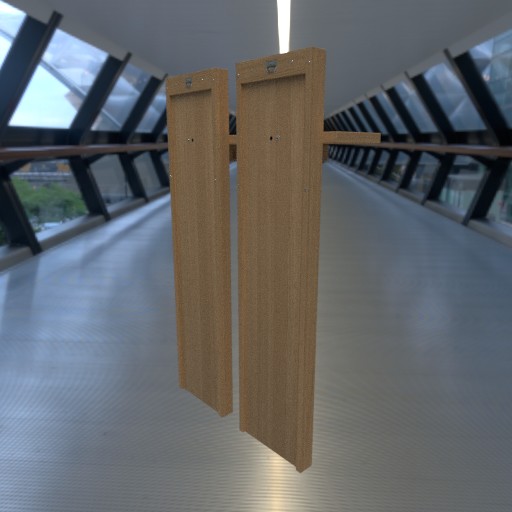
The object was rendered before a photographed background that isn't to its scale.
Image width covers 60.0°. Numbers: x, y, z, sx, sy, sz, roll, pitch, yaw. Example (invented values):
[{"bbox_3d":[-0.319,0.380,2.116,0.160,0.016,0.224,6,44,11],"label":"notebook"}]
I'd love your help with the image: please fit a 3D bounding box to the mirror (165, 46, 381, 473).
[{"bbox_3d":[0.000,0.000,1.597,0.260,1.250,0.800,-12,18,-41],"label":"mirror"}]
